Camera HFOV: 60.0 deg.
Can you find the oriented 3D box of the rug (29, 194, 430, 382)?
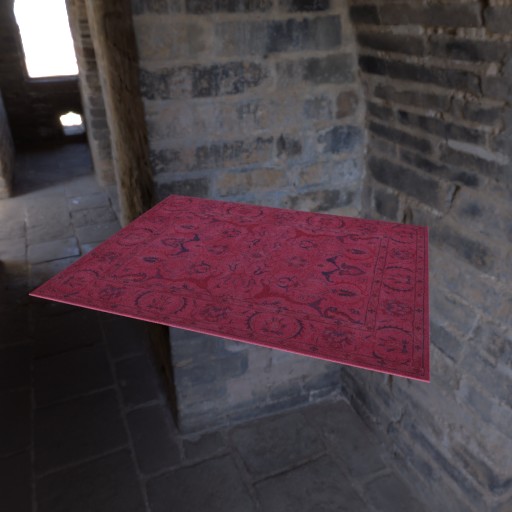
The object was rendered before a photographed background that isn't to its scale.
[{"bbox_3d":[0.000,0.000,3.968,2.929,0.012,2.300,9,30,16],"label":"rug"}]
